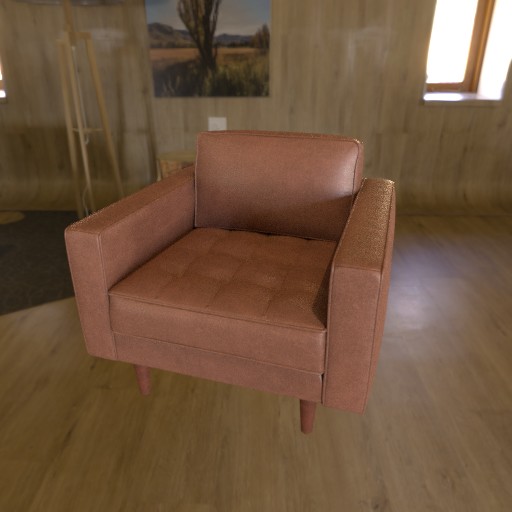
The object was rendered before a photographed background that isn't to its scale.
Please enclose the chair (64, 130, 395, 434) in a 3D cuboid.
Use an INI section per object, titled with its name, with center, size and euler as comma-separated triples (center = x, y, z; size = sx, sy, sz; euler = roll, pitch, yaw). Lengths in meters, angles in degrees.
[chair]
center = 0.000, 0.000, 1.562
size = 0.920, 0.770, 0.900
euler = 8, 26, 16
